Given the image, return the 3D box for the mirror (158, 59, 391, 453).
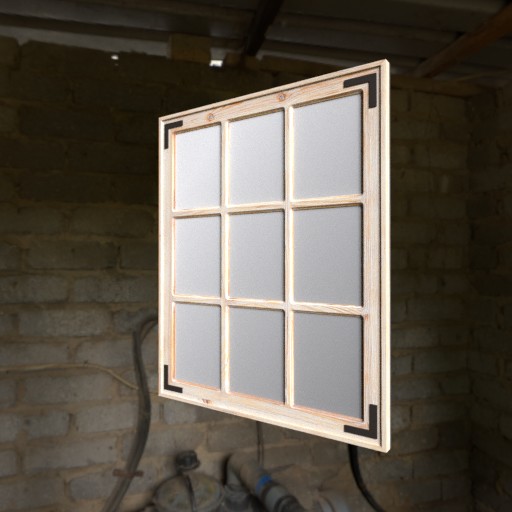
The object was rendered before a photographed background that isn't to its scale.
[{"bbox_3d":[0.000,0.000,1.213,0.730,0.882,0.032,0,0,35],"label":"mirror"}]
